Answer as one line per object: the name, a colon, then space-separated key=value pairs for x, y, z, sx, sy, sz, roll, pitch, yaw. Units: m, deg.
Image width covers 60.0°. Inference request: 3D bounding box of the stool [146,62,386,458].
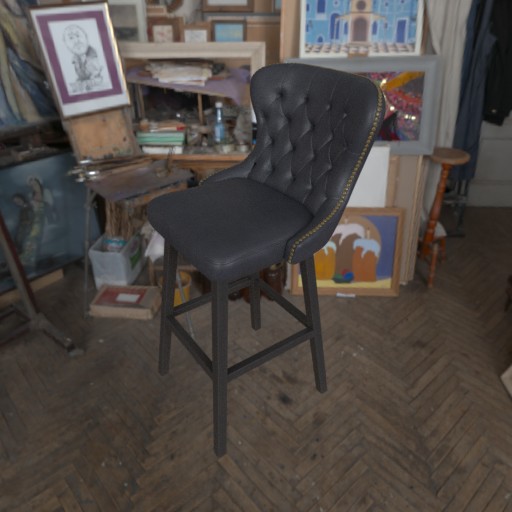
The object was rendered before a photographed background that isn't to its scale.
stool: x=0.000 y=0.000 z=1.400 sx=0.601 sy=1.050 sz=0.528 roll=-21 pitch=38 yaw=-29
